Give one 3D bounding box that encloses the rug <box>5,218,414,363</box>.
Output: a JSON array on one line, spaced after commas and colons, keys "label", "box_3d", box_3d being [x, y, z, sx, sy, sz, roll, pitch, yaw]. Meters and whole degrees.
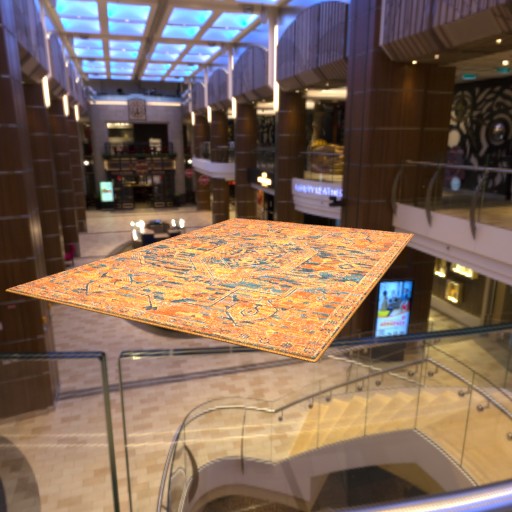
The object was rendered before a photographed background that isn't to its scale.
[{"label": "rug", "box_3d": [0.000, 0.000, 3.578, 2.043, 0.019, 2.916, 7, 16, 26]}]
